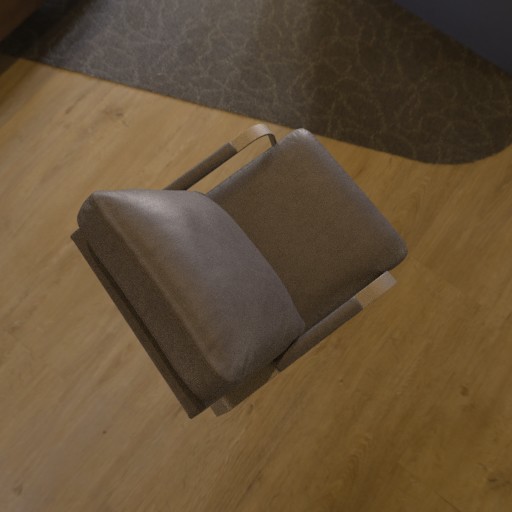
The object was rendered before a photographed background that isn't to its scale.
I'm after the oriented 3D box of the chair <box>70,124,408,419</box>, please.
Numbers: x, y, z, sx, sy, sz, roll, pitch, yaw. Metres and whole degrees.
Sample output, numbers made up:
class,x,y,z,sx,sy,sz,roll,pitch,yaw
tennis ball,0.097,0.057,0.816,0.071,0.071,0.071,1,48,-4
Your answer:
class,x,y,z,sx,sy,sz,roll,pitch,yaw
chair,0.000,0.000,1.478,0.878,0.839,0.692,-35,78,-9
